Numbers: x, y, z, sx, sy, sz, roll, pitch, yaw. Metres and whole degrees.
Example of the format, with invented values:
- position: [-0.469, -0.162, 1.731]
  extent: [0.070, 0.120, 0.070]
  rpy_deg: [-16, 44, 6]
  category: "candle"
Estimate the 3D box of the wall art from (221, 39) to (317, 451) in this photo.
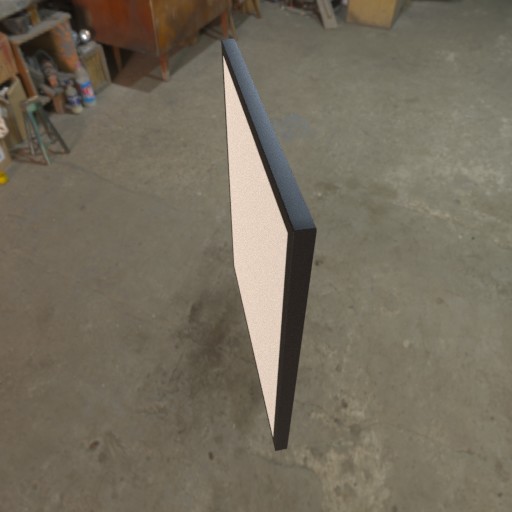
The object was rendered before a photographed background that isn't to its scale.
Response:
- position: [0.000, 0.000, 0.710]
  extent: [0.021, 0.509, 0.430]
  rpy_deg: [-8, 47, -8]
  category: "wall art"
